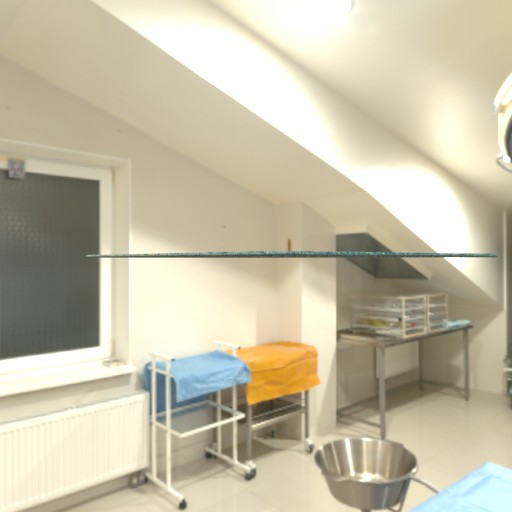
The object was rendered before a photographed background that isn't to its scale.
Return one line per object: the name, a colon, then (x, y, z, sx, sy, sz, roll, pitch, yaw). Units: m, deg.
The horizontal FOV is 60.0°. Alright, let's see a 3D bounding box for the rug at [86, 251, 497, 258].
rug: (0.000, 0.000, 2.274, 1.219, 0.016, 1.829, 0, 0, -35)
